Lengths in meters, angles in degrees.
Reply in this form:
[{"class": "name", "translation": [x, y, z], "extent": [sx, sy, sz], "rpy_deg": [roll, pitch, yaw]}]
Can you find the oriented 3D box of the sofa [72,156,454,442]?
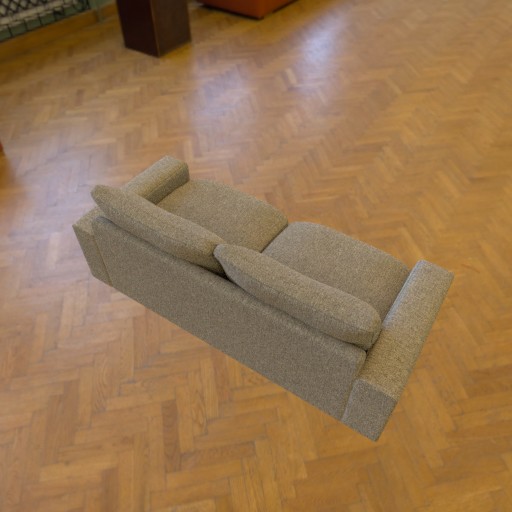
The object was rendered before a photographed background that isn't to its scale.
[{"class": "sofa", "translation": [0.000, 0.000, 2.926], "extent": [2.299, 0.922, 1.040], "rpy_deg": [25, 52, 22]}]
